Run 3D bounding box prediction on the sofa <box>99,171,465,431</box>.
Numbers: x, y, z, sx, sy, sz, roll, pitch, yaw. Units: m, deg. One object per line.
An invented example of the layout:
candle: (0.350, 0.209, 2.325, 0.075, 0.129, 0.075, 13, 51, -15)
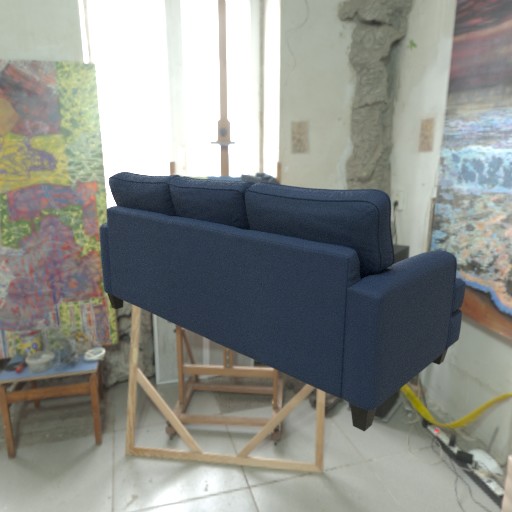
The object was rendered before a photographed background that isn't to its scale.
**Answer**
sofa: (0.000, 0.000, 2.672, 2.158, 0.965, 0.951, 13, 19, 42)
